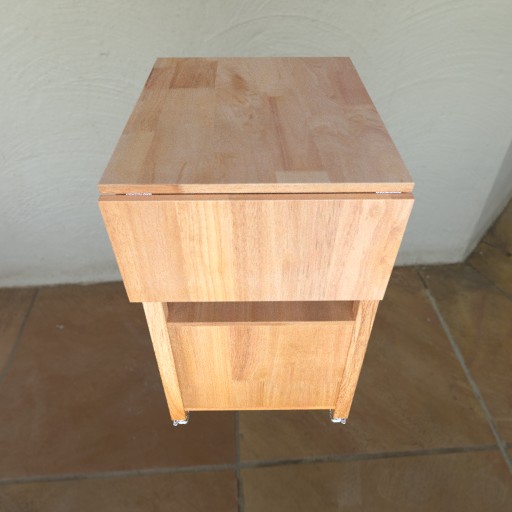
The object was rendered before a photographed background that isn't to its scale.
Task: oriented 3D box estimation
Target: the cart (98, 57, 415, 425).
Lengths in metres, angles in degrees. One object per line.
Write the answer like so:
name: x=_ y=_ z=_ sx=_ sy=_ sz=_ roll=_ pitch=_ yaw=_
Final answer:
cart: x=0.000 y=0.000 z=1.199 sx=0.508 sy=0.838 sz=0.640 roll=0 pitch=42 yaw=-1
